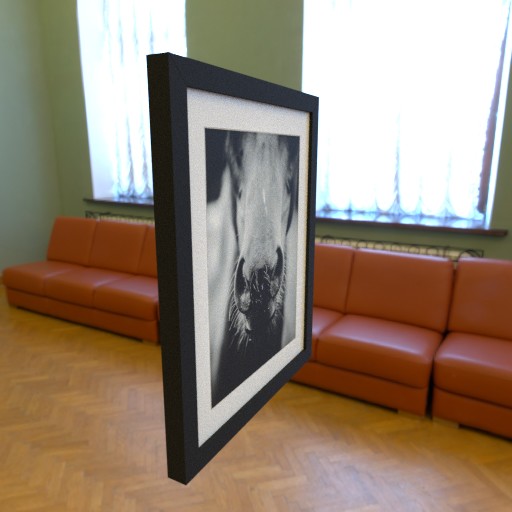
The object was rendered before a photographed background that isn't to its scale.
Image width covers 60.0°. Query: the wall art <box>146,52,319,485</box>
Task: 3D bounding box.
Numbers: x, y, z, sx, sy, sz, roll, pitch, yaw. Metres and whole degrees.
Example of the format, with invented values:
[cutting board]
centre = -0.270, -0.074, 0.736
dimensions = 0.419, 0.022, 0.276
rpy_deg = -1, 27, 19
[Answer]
[wall art]
centre = 0.000, 0.000, 0.754
dimensions = 0.033, 0.559, 0.457
rpy_deg = 7, 15, 28
